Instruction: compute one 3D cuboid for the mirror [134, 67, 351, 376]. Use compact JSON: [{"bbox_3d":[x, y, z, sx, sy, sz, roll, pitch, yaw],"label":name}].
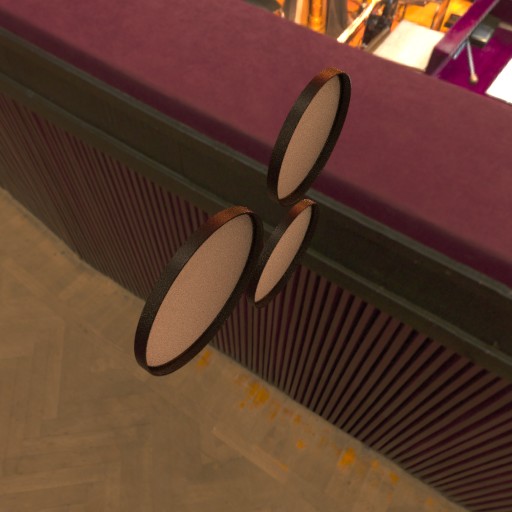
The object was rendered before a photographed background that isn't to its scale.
[{"bbox_3d":[0.000,0.000,3.117,0.076,2.096,2.160,31,63,18],"label":"mirror"}]
